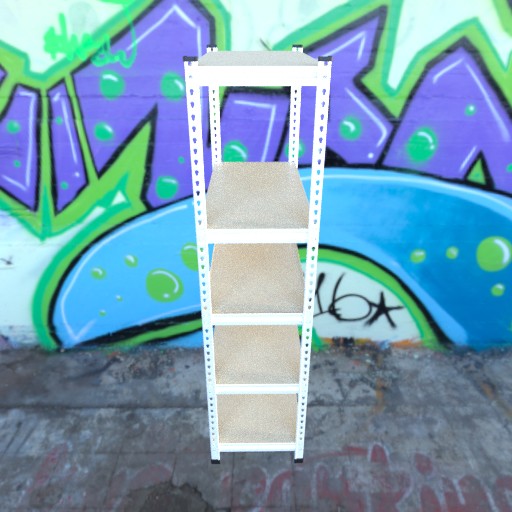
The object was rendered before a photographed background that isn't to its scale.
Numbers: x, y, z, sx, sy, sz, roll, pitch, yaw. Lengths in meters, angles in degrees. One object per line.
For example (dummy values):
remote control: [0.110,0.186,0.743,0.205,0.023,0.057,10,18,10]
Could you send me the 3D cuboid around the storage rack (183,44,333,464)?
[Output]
storage rack: [0.000,0.000,2.161,0.457,1.829,0.914,0,28,-1]
